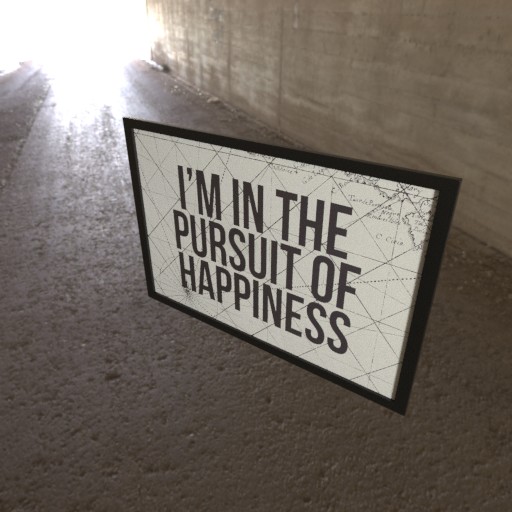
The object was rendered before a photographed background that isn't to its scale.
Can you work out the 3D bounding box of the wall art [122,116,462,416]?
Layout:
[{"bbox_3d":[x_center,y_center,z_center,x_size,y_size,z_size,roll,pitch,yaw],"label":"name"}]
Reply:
[{"bbox_3d":[0.000,0.000,1.063,0.819,0.552,0.015,19,35,30],"label":"wall art"}]
